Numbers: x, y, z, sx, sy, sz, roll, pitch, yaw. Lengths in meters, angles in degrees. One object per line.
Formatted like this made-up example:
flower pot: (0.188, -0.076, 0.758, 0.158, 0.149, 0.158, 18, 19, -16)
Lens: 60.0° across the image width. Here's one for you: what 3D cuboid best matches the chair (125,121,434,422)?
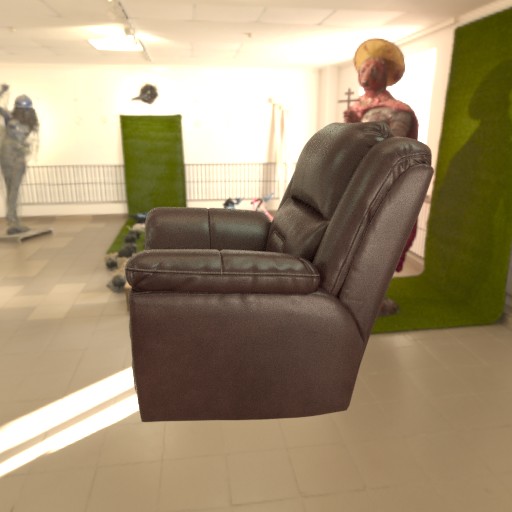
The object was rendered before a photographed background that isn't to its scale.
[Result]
chair: (0.000, 0.000, 1.884, 1.041, 1.093, 0.990, -2, 16, -8)
